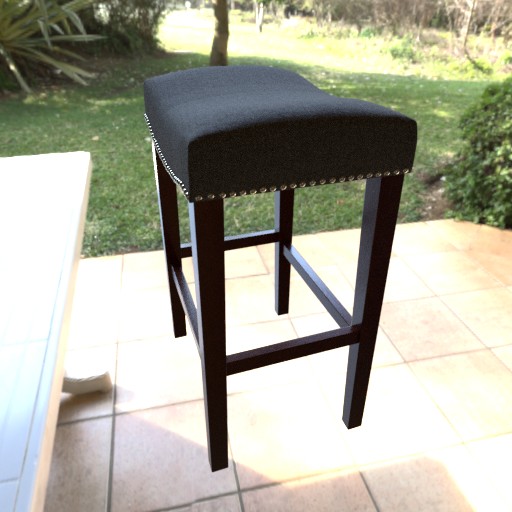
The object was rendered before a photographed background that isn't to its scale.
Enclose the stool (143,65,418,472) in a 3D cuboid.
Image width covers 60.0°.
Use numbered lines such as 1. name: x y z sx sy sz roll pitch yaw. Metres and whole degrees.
1. stool: 0.000 0.000 1.000 0.372 0.742 0.504 -10 33 -16
